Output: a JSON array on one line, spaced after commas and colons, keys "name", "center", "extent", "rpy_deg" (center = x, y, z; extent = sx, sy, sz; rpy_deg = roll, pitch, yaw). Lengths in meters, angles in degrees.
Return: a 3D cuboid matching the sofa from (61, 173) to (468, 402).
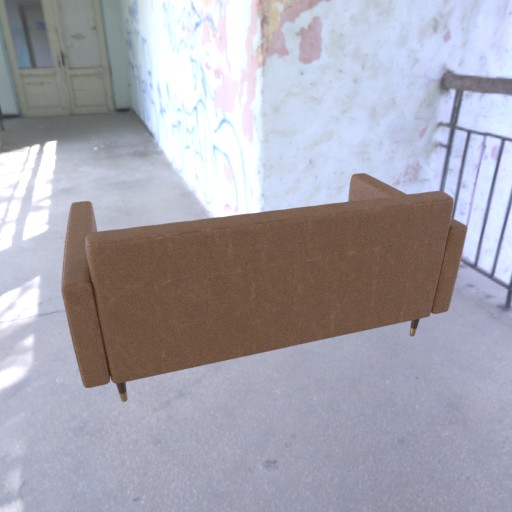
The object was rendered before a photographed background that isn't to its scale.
[{"name": "sofa", "center": [0.000, 0.000, 2.378], "extent": [1.847, 0.821, 0.993], "rpy_deg": [-8, 28, -16]}]
